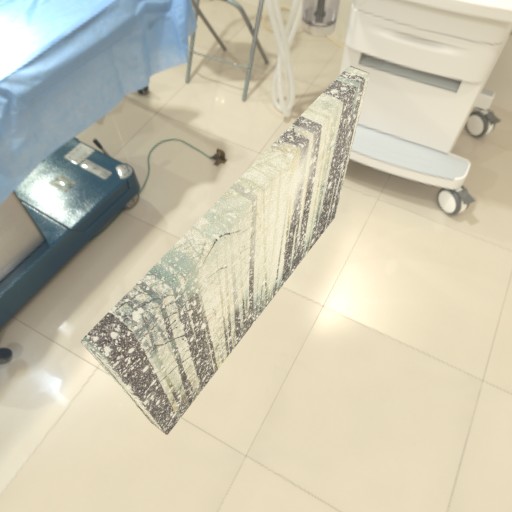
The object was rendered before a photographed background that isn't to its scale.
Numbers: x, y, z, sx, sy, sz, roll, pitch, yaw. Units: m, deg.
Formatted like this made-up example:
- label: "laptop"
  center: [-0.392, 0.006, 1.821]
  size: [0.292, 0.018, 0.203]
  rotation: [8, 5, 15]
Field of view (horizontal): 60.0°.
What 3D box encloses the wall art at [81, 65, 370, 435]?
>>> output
- label: "wall art"
  center: [0.000, 0.000, 0.788]
  size: [0.042, 0.398, 0.618]
  rotation: [31, 62, 18]
